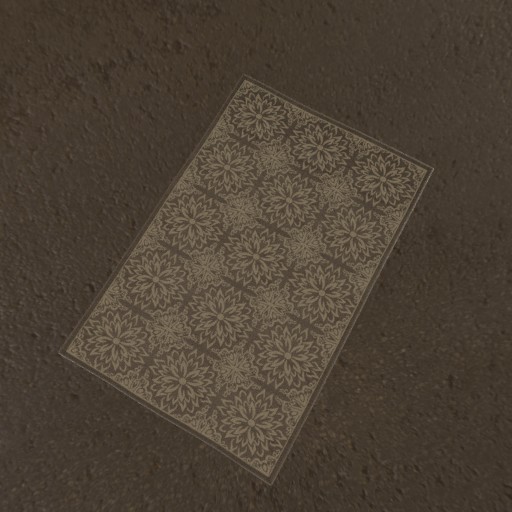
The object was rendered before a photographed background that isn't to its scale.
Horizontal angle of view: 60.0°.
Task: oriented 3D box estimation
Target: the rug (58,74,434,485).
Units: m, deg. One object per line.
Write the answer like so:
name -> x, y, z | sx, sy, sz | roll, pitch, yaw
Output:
rug -> 0.000, 0.000, 3.470 | 1.819, 0.018, 2.746 | 29, 78, 7
